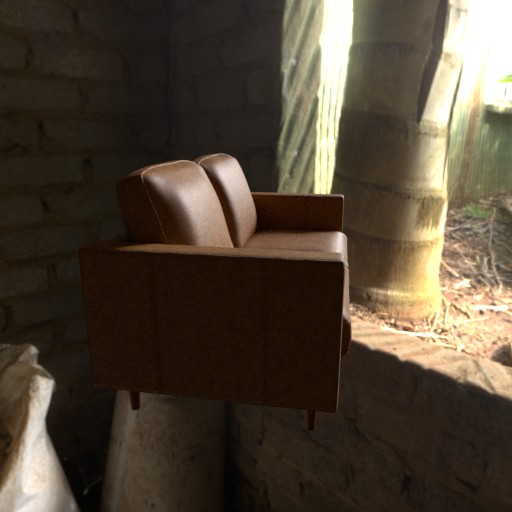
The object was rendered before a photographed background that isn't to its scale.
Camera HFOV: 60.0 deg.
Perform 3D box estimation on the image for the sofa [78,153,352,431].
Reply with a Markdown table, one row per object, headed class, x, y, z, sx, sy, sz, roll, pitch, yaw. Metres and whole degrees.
| class | x | y | z | sx | sy | sz | roll | pitch | yaw |
| --- | --- | --- | --- | --- | --- | --- | --- | --- | --- |
| sofa | 0.000 | 0.000 | 2.184 | 0.909 | 0.951 | 1.578 | 3 | 15 | 10 |
